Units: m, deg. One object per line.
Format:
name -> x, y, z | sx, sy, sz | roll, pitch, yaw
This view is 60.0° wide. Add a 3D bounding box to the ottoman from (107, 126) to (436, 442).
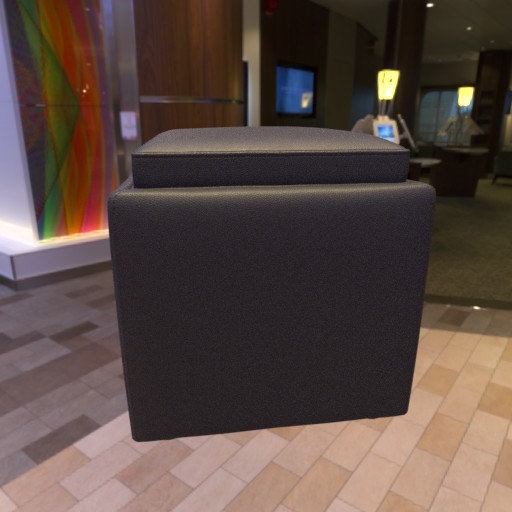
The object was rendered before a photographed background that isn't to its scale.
ottoman -> 0.000, 0.000, 0.823 | 0.450, 0.460, 0.451 | -3, 18, -8
